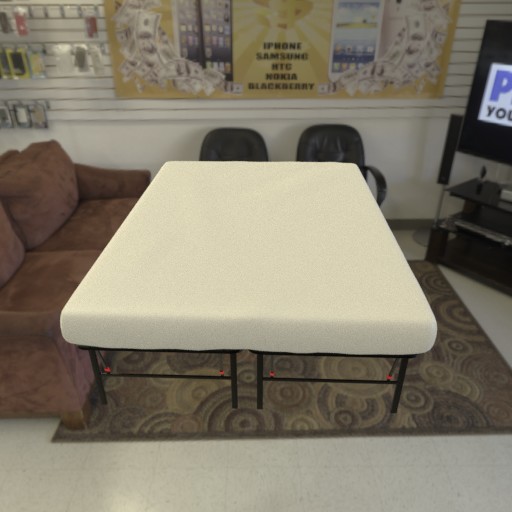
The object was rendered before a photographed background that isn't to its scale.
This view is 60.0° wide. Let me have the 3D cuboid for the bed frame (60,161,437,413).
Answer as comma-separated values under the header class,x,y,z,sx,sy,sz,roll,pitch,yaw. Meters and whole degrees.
class,x,y,z,sx,sy,sz,roll,pitch,yaw
bed frame,0.000,0.000,2.844,1.584,0.667,2.151,1,29,2
